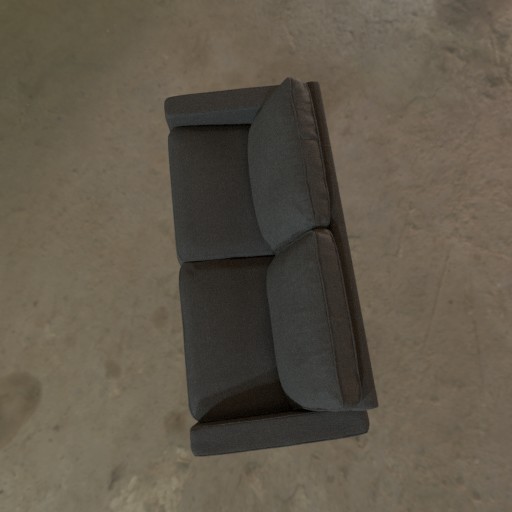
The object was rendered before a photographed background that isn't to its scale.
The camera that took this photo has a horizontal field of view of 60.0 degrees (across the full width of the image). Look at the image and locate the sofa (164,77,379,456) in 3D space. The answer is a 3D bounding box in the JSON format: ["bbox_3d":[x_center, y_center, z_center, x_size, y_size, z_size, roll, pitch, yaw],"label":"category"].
[{"bbox_3d":[0.000,0.000,2.607,0.940,0.919,2.080,-7,75,-2],"label":"sofa"}]
